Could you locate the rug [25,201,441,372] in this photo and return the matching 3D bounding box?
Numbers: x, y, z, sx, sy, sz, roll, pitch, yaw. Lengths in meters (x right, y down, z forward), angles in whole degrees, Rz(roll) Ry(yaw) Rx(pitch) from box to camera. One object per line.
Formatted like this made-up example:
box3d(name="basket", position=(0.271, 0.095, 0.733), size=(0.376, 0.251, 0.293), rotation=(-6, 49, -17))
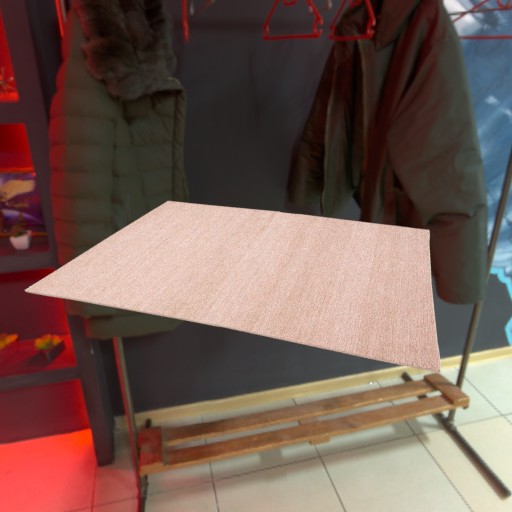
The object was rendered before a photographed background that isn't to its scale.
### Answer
box3d(name="rug", position=(0.000, 0.000, 4.216), size=(3.202, 0.045, 2.434), rotation=(8, 27, 16))
